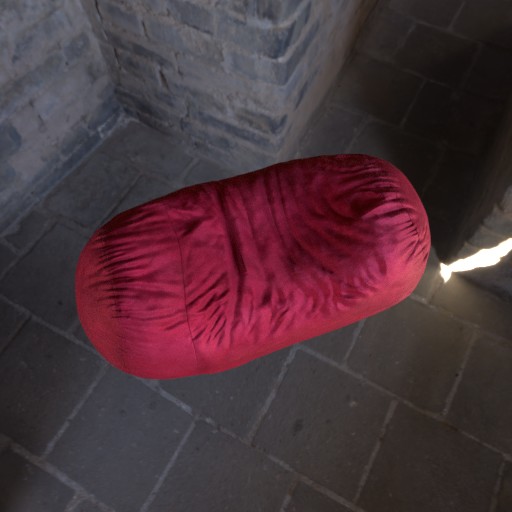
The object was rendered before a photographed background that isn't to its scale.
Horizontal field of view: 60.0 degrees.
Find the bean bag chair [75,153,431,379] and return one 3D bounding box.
[{"bbox_3d":[0.000,0.000,2.889,2.293,0.867,1.216,-17,66,-8],"label":"bean bag chair"}]
